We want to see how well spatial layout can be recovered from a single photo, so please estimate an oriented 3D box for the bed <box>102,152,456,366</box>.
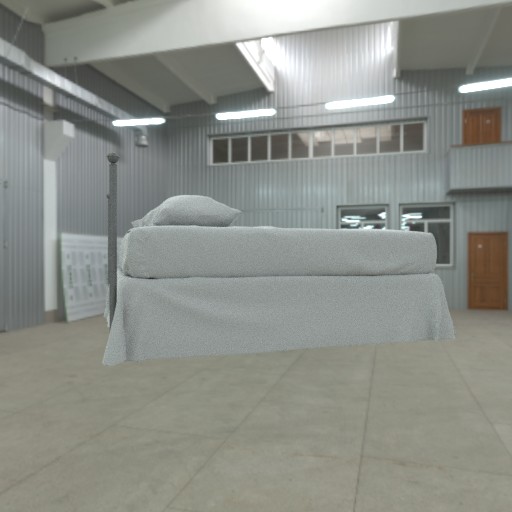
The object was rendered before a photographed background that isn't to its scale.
[{"bbox_3d":[0.000,0.000,3.391,2.215,1.080,1.936,0,0,-19],"label":"bed"}]
